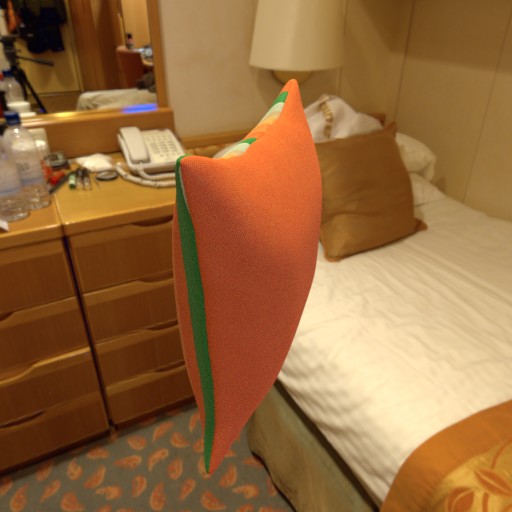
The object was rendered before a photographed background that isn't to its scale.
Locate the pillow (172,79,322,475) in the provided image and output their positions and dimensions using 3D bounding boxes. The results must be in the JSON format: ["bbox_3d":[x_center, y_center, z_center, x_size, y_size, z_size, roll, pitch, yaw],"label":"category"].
[{"bbox_3d":[0.000,0.000,0.674,0.169,0.444,0.453,9,31,14],"label":"pillow"}]
